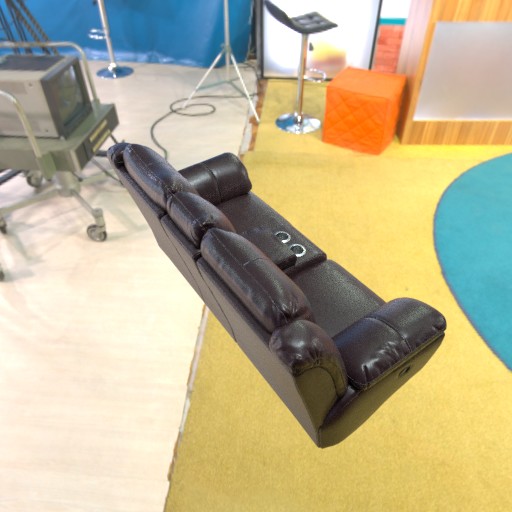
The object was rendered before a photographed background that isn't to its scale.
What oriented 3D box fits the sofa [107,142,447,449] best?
[{"bbox_3d":[0.000,0.000,2.644,0.991,1.043,2.058,-24,47,-25],"label":"sofa"}]
